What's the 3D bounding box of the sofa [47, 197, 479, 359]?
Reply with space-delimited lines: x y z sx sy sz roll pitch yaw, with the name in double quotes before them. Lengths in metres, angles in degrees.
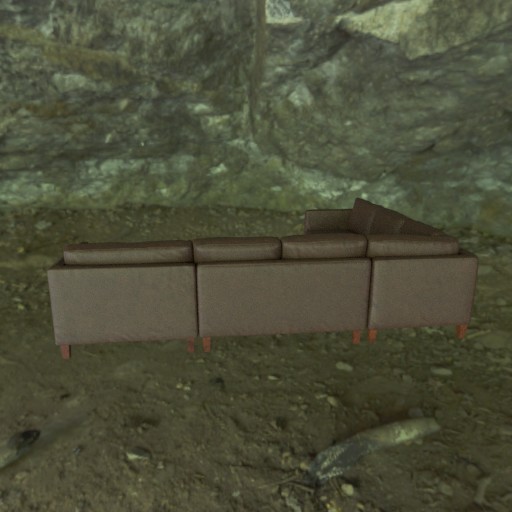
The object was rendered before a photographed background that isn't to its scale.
"sofa" 0.000 0.000 4.744 3.460 0.923 2.593 -2 15 -6
